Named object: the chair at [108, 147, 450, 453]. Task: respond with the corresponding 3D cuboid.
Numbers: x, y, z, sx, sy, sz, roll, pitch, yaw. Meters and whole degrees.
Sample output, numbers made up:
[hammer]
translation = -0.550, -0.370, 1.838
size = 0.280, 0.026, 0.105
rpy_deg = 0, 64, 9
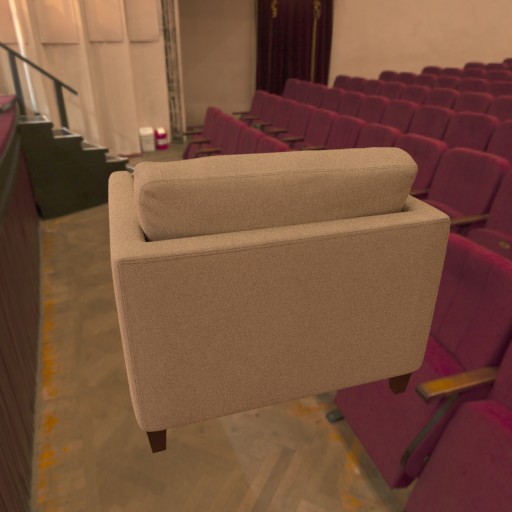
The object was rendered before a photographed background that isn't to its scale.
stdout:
[chair]
translation = 0.000, 0.000, 1.827
size = 1.107, 0.961, 0.959
rpy_deg = -8, 27, -15
